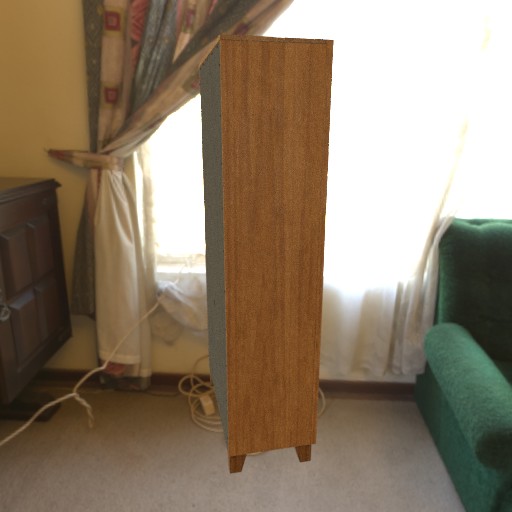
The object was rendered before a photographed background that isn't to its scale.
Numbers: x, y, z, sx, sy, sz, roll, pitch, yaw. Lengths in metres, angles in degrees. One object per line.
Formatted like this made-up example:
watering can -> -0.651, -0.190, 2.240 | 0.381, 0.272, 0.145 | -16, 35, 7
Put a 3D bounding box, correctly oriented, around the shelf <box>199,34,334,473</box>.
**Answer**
shelf -> 0.000, 0.000, 2.310 | 0.453, 1.930, 0.864 | -3, 17, -12
